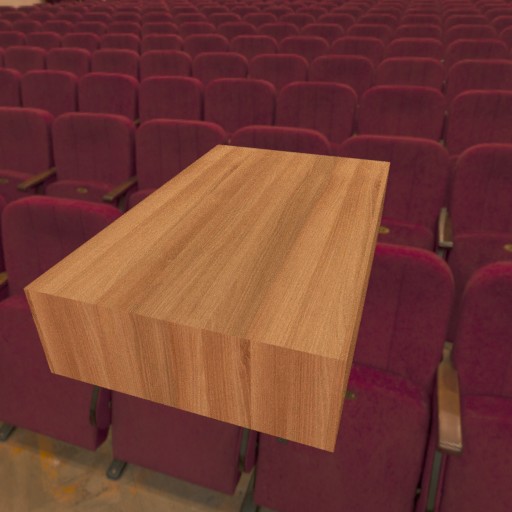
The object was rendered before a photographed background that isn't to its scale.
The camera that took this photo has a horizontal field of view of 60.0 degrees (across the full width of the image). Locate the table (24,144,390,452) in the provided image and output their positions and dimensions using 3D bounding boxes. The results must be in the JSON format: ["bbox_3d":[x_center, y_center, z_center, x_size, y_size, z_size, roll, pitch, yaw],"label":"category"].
[{"bbox_3d":[0.000,0.000,1.402,0.700,0.330,1.100,10,32,16],"label":"table"}]
